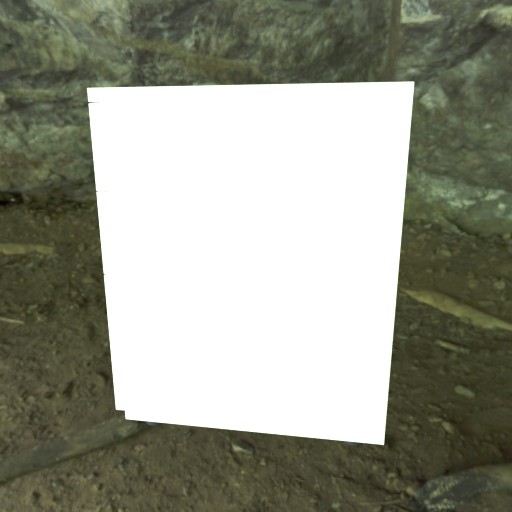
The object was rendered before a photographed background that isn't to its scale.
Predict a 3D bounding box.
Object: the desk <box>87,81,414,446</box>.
[{"bbox_3d":[0.000,0.000,1.071,0.600,0.730,0.404,2,15,9],"label":"desk"}]
